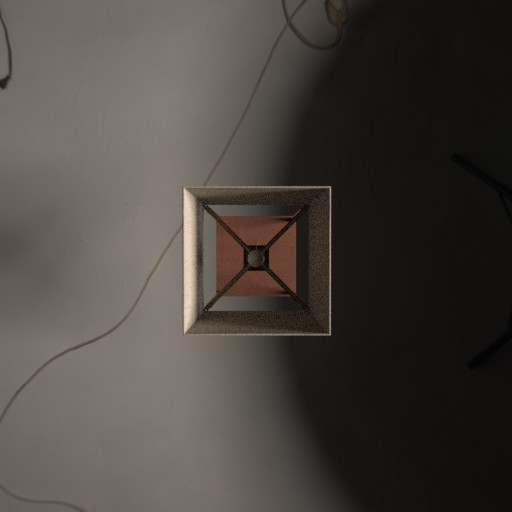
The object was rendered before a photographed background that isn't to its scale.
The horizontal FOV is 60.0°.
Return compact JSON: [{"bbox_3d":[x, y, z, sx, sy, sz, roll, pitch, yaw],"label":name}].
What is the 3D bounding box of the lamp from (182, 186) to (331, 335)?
[{"bbox_3d":[0.000,0.000,1.704,0.308,1.569,0.310,0,91,0],"label":"lamp"}]
